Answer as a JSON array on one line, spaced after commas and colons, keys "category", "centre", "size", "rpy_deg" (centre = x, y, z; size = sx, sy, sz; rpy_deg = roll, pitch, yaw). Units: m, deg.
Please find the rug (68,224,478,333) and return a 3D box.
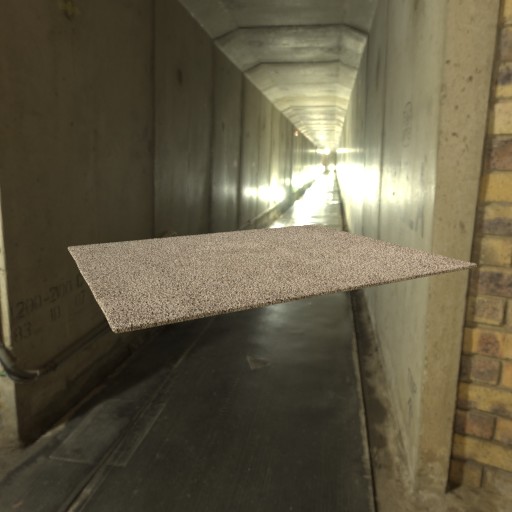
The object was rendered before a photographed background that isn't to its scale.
[{"category": "rug", "centre": [0.000, 0.000, 4.153], "size": [3.047, 0.029, 2.438], "rpy_deg": [-7, 15, -27]}]
